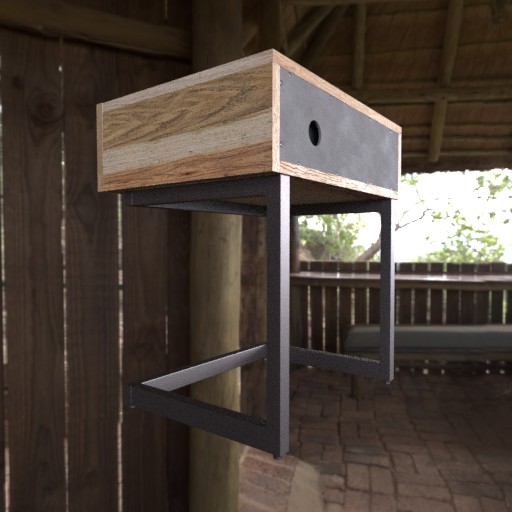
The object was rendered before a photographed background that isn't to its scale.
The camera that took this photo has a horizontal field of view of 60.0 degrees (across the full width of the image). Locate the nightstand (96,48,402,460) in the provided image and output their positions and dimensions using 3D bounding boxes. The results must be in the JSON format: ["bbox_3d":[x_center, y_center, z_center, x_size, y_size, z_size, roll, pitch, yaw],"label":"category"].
[{"bbox_3d":[0.000,0.000,1.025,0.481,0.632,0.558,1,2,37],"label":"nightstand"}]
